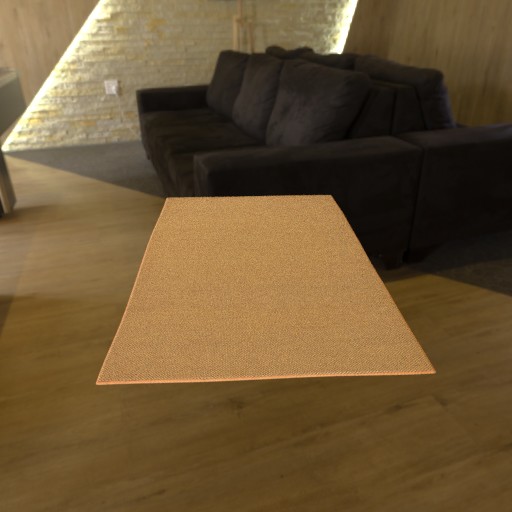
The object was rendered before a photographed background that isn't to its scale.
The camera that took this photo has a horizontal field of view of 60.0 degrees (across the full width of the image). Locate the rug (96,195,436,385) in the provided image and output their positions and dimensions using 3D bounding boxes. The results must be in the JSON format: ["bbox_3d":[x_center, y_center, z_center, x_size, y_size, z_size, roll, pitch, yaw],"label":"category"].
[{"bbox_3d":[0.000,0.000,2.125,1.078,0.013,1.678,-1,27,-2],"label":"rug"}]
